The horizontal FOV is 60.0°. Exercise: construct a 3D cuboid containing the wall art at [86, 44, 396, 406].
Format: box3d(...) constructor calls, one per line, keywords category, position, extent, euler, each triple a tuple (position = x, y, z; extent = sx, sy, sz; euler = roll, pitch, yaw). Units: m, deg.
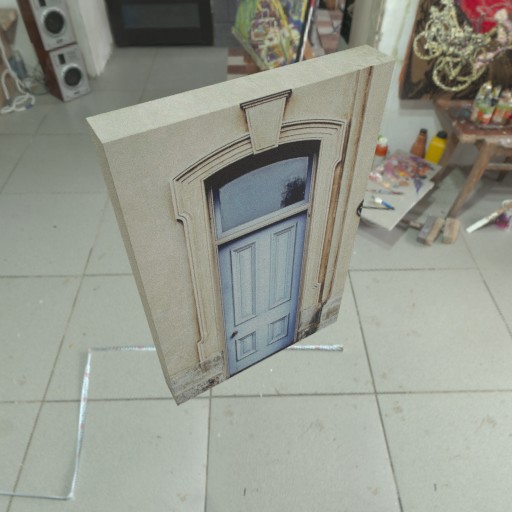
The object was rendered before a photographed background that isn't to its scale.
box3d(category="wall art", position=(0.000, 0.000, 0.480), extent=(0.254, 0.381, 0.038), euler=(-23, 51, -21))
